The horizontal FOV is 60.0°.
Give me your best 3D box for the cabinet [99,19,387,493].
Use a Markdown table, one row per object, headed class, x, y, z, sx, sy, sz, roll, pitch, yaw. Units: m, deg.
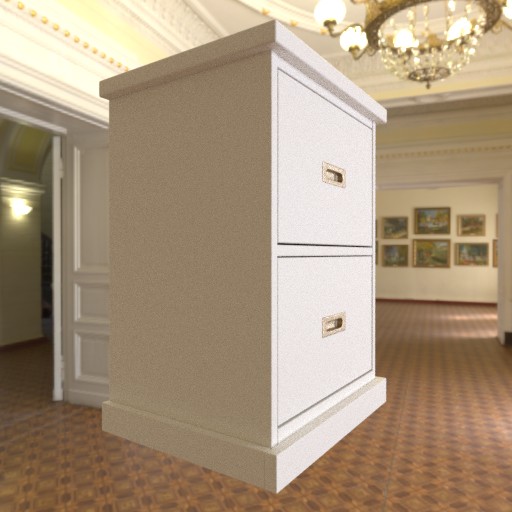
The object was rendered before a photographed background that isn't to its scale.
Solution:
| class | x | y | z | sx | sy | sz | roll | pitch | yaw |
| --- | --- | --- | --- | --- | --- | --- | --- | --- | --- |
| cabinet | 0.000 | 0.000 | 1.007 | 0.431 | 0.723 | 0.520 | 0 | 0 | 35 |
